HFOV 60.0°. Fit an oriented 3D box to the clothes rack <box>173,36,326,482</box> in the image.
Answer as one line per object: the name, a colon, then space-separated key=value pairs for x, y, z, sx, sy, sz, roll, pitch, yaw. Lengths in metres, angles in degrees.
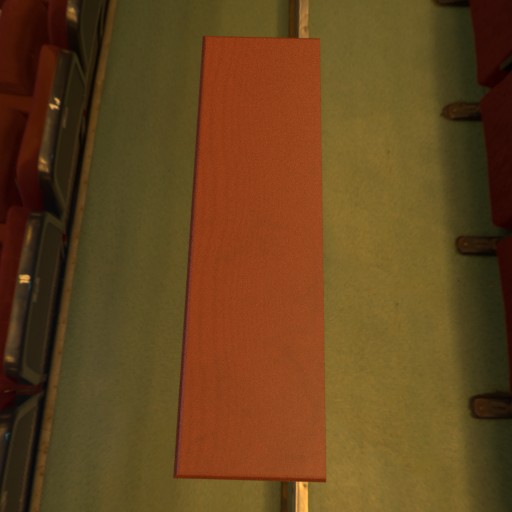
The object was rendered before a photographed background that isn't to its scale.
clothes rack: x=0.000 y=0.000 z=1.483 sx=0.362 sy=0.594 sz=1.251 roll=1 pitch=75 yaw=0
